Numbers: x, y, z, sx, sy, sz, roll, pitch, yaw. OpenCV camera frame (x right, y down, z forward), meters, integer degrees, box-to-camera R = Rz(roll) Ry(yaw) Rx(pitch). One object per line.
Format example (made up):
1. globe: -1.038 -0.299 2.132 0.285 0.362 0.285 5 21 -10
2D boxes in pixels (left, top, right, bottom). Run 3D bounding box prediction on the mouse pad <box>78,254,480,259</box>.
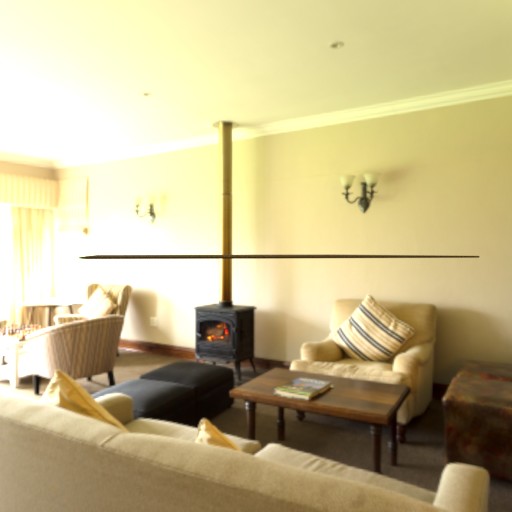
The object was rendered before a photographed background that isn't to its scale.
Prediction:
1. mouse pad: 0.000 0.000 0.640 0.451 0.002 0.393 0 0 -17
